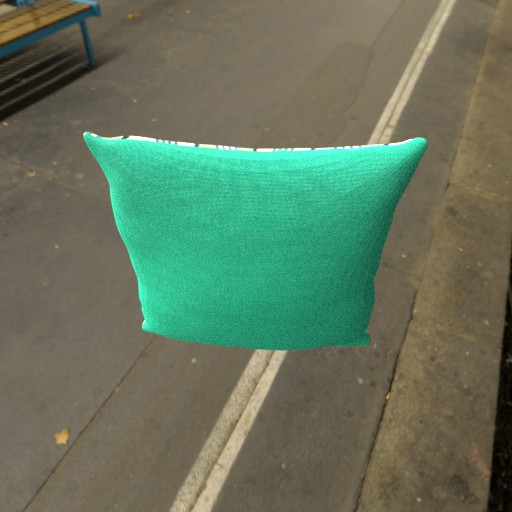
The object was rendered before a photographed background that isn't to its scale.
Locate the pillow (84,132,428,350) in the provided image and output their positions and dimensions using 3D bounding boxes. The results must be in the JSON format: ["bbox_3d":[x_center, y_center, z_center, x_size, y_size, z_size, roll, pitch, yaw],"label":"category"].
[{"bbox_3d":[0.000,0.000,0.705,0.440,0.441,0.182,3,46,2],"label":"pillow"}]
